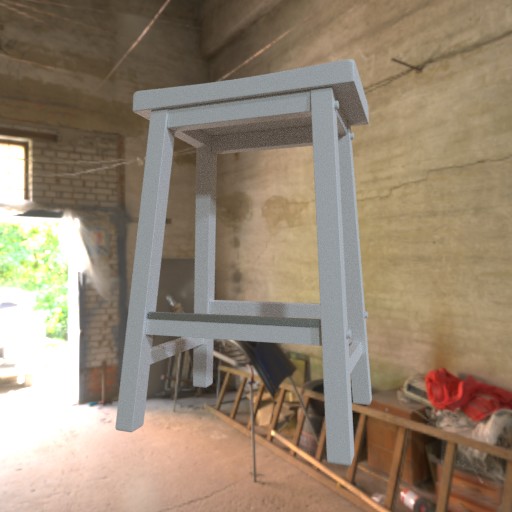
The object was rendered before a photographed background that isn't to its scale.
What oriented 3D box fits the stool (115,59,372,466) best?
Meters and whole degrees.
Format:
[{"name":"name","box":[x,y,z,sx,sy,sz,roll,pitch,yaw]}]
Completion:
[{"name":"stool","box":[0.000,0.000,0.858,0.406,0.610,0.322,0,-1,20]}]
